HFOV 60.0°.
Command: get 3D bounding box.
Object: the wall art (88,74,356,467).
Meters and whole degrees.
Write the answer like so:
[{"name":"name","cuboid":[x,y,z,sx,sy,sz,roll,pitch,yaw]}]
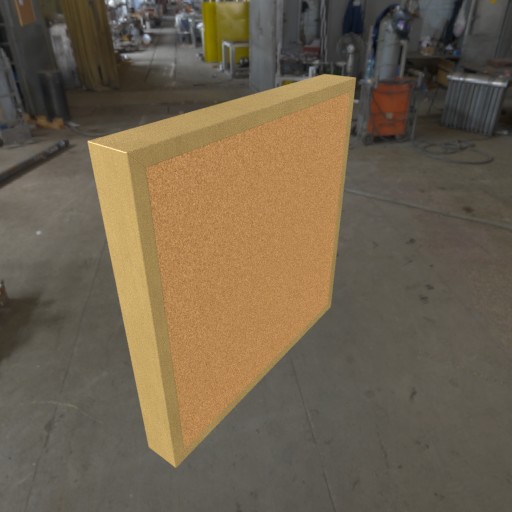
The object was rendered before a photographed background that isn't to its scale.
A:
[{"name":"wall art","cuboid":[0.000,0.000,0.452,0.038,0.305,0.305,21,37,30]}]
